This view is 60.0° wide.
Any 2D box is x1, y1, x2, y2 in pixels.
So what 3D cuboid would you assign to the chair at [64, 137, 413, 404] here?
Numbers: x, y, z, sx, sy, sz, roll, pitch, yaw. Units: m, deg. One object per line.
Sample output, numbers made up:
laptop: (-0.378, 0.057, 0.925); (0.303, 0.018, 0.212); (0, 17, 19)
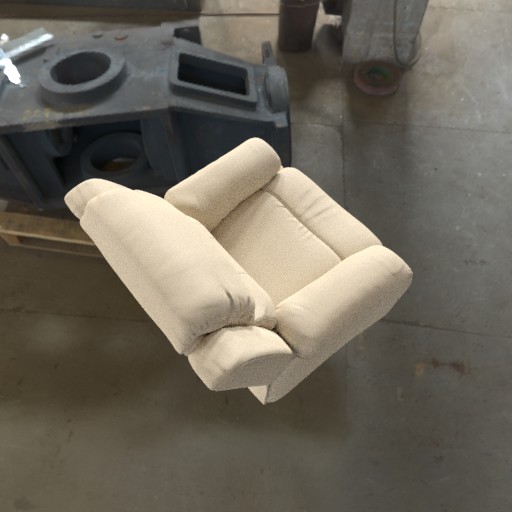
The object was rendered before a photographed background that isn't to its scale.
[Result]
chair: (0.000, 0.000, 1.266); (0.709, 0.702, 0.680); (-36, 65, -19)
